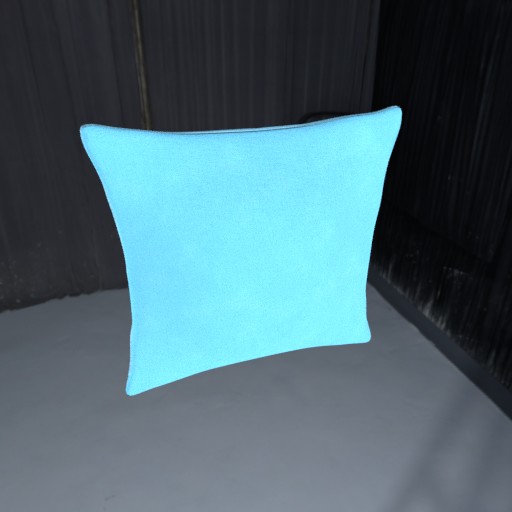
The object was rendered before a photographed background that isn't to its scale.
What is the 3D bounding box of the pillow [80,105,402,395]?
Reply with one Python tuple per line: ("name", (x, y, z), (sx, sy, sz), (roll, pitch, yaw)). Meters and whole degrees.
("pillow", (0.000, 0.000, 0.666), (0.433, 0.415, 0.151), (-9, 29, -16))
